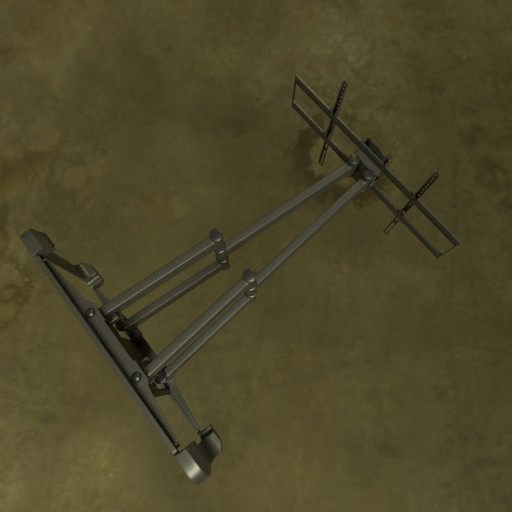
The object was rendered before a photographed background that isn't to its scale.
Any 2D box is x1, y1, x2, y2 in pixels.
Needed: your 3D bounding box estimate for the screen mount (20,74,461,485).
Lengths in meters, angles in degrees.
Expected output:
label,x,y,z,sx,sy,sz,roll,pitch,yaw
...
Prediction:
label,x,y,z,sx,sy,sz,roll,pitch,yaw
screen mount,0.000,0.000,1.297,0.905,0.483,0.725,-38,78,-10
